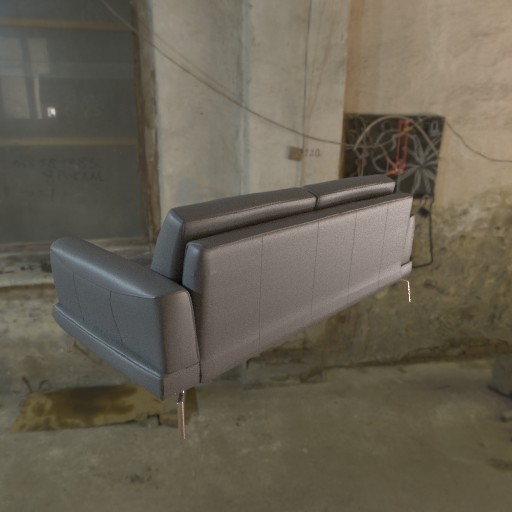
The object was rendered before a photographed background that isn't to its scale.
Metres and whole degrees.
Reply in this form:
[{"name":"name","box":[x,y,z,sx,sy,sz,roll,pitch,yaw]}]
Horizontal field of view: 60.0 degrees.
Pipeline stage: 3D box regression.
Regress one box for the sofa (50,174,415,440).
[{"name":"sofa","box":[0.000,0.000,2.740,1.121,0.930,2.177,16,23,42]}]
